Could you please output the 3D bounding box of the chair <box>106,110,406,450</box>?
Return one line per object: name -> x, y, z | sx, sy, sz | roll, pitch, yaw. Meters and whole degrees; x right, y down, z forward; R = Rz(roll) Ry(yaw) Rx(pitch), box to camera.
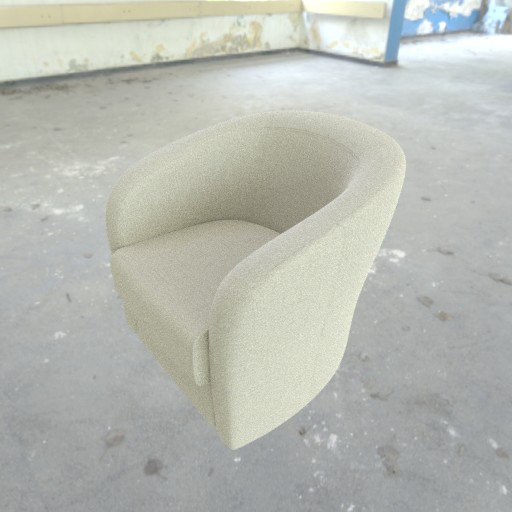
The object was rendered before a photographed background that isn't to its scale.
chair -> 0.000, 0.000, 1.448 | 0.815, 0.771, 0.791 | -23, 39, -32
